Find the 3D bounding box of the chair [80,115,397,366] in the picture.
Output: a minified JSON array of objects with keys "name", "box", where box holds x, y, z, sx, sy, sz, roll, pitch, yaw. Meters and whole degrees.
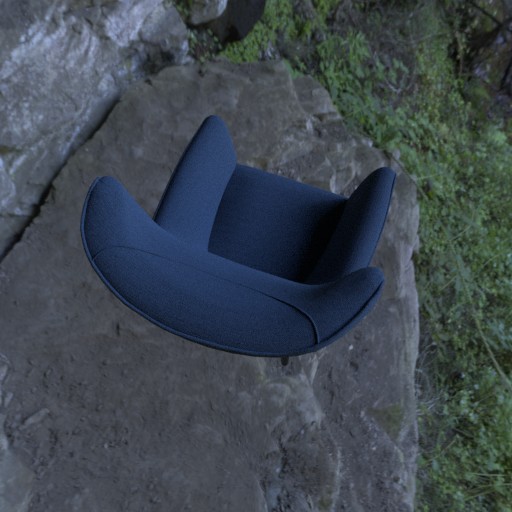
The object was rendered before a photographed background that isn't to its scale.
[{"name":"chair","box":[0.000,0.000,1.567,0.781,0.933,0.888,19,65,9]}]
